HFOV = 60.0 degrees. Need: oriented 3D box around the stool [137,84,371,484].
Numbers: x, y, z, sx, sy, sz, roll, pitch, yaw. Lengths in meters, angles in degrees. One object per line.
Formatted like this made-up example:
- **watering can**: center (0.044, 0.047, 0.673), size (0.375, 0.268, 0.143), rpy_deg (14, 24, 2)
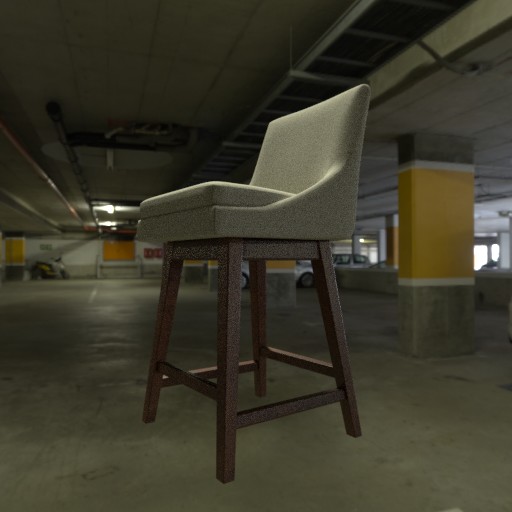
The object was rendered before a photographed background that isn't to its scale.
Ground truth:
- **stool**: center (0.000, 0.000, 1.301), size (0.559, 0.991, 0.469), rpy_deg (0, -1, -36)
